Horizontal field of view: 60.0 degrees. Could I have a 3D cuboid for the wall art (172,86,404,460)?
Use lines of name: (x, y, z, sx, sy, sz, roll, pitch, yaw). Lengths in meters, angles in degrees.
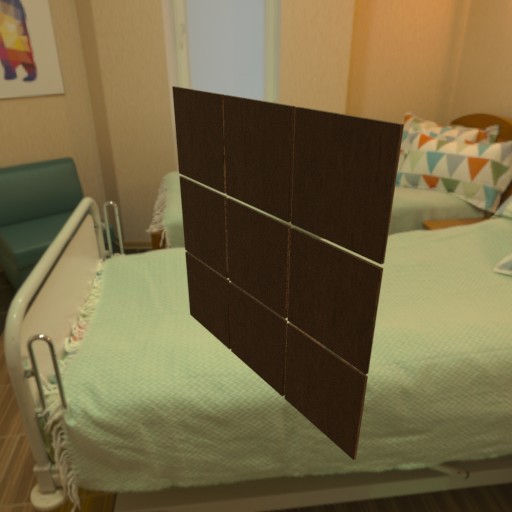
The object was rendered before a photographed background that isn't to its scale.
wall art: (0.000, 0.000, 1.814, 0.013, 1.213, 1.215, -19, 32, -33)
